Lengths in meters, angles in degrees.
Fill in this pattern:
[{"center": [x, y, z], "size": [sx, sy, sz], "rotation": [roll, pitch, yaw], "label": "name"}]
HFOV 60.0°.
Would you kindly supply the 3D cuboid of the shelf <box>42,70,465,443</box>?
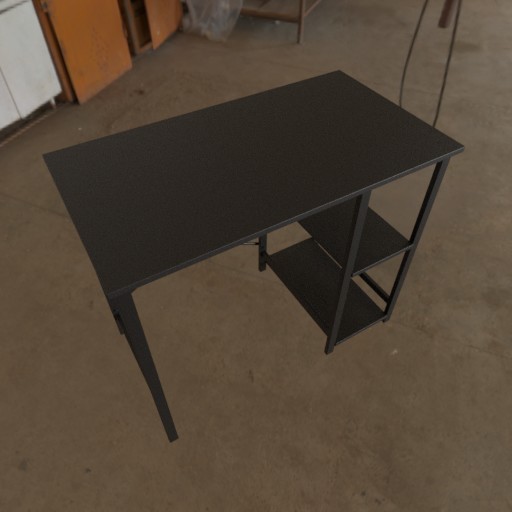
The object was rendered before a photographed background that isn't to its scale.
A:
[{"center": [0.000, 0.000, 1.349], "size": [0.902, 0.749, 0.498], "rotation": [-23, 51, -21], "label": "shelf"}]
